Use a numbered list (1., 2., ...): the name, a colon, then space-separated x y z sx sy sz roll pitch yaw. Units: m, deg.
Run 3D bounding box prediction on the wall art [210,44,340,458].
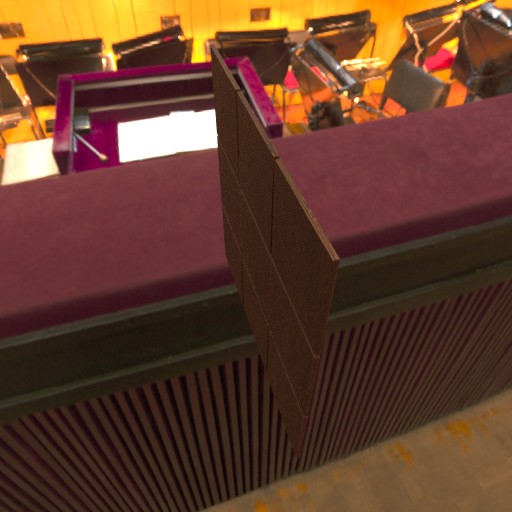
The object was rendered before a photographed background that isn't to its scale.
1. wall art: 0.000 0.000 1.357 0.013 0.914 0.915 -12 48 -11
